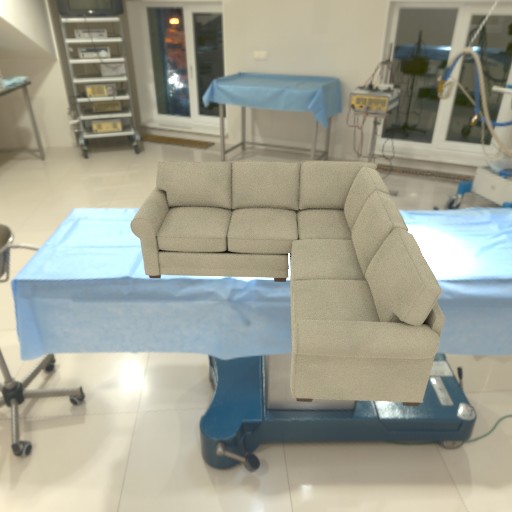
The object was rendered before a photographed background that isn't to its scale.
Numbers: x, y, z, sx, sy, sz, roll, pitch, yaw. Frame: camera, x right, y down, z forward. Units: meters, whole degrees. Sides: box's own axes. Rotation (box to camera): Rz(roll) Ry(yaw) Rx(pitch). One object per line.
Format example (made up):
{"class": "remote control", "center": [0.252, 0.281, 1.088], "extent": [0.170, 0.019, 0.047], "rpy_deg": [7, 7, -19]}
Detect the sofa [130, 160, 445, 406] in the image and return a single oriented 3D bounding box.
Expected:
{"class": "sofa", "center": [0.000, 0.000, 3.970], "extent": [2.487, 1.053, 2.562], "rpy_deg": [1, 30, 3]}
